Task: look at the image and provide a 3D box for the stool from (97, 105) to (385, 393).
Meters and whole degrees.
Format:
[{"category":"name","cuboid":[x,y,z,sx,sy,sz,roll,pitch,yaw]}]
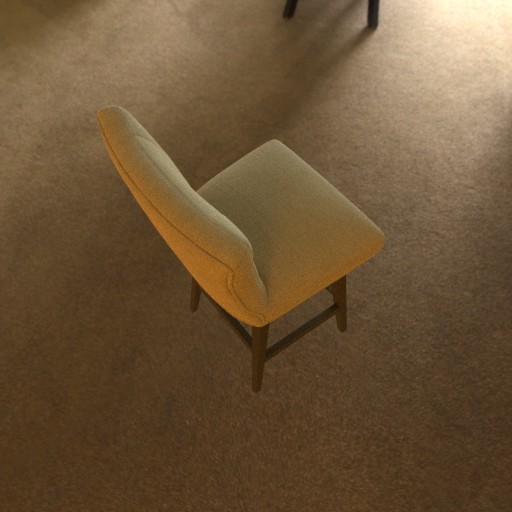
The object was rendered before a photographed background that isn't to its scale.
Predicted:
[{"category":"stool","cuboid":[0.000,0.000,1.398,0.574,1.086,0.514,-34,64,-19]}]
